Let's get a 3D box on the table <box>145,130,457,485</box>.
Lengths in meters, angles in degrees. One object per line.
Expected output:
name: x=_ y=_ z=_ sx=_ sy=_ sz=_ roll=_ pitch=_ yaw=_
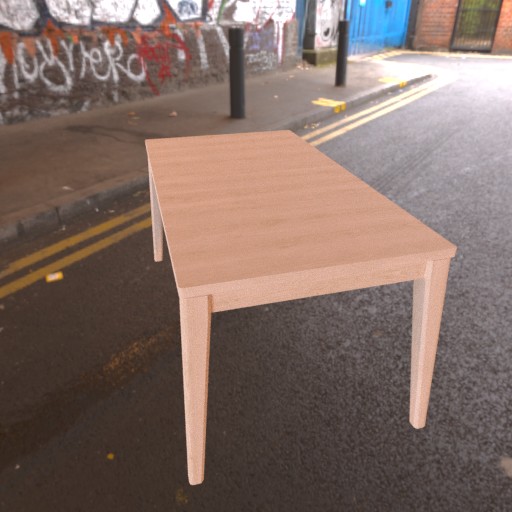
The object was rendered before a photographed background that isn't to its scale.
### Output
table: x=0.000 y=0.000 z=2.069 sx=0.900 sy=0.760 sz=1.600 roll=-8 pitch=30 yaw=-13
